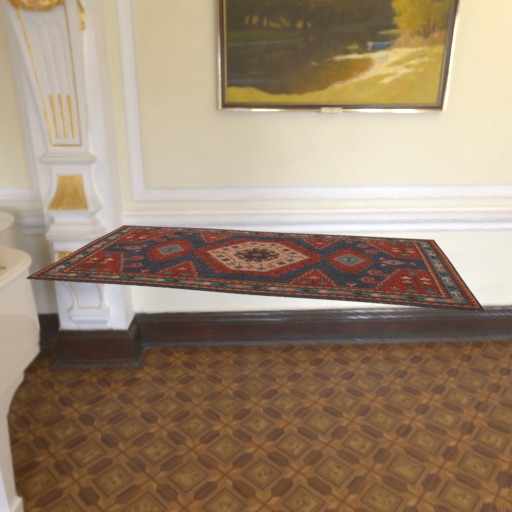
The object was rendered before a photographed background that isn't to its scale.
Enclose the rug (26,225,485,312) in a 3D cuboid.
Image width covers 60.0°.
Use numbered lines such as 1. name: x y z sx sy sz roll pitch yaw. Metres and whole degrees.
1. rug: 0.000 0.000 3.586 3.032 0.034 1.522 3 19 10
